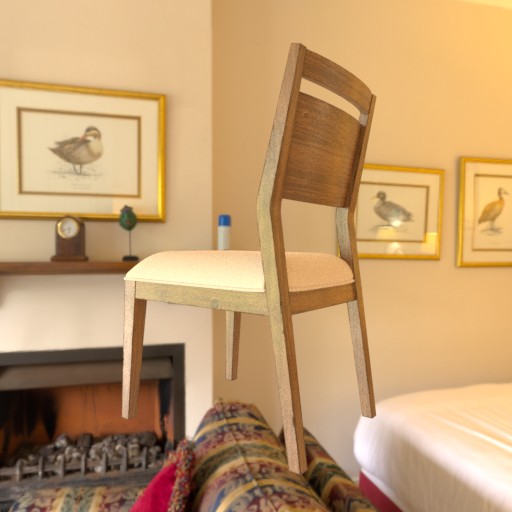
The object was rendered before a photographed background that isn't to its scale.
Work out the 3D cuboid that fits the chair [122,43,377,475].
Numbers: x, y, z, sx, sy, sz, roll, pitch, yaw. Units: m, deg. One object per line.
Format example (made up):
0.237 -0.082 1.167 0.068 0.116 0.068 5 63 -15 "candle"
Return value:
0.000 0.000 1.294 0.610 0.939 0.497 1 2 37 "chair"
